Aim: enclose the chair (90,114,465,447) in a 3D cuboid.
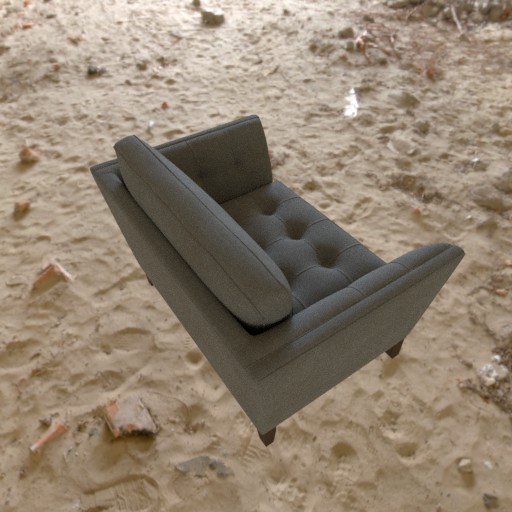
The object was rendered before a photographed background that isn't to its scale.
[{"bbox_3d":[0.000,0.000,2.083,0.965,0.942,1.396,-25,49,-25],"label":"chair"}]
